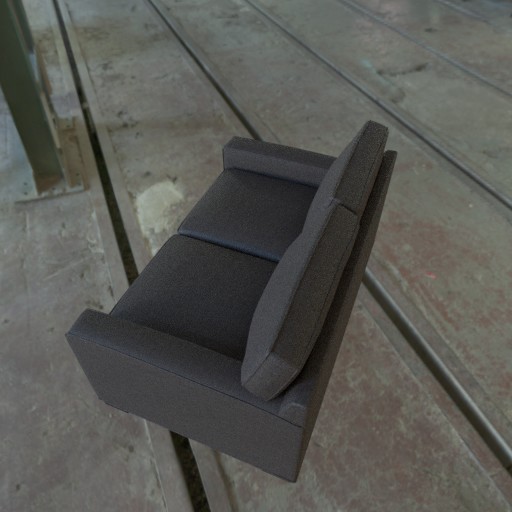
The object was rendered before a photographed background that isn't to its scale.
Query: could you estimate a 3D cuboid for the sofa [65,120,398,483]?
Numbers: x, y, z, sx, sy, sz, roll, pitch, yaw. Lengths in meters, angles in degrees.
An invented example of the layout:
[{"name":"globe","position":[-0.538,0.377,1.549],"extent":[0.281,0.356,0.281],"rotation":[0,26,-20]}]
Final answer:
[{"name":"sofa","position":[0.000,0.000,2.118],"extent":[0.974,0.887,1.534],"rotation":[16,48,15]}]
